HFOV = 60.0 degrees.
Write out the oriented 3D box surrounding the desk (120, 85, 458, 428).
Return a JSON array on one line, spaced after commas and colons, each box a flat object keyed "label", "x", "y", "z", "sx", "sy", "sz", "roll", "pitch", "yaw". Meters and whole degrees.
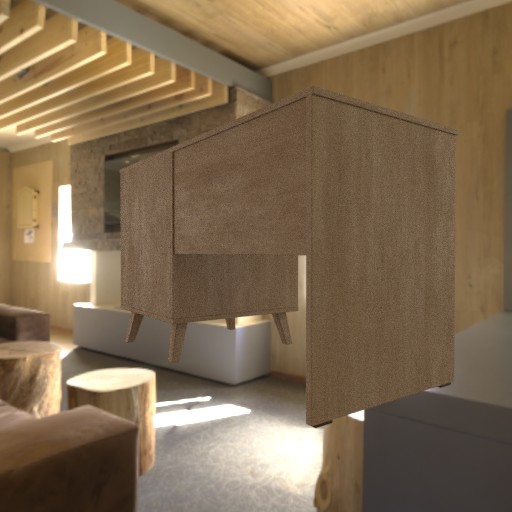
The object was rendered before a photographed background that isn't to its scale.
[{"label": "desk", "x": 0.000, "y": 0.000, "z": 1.668, "sx": 0.600, "sy": 0.770, "sz": 1.251, "roll": 0, "pitch": 1, "yaw": -36}]
